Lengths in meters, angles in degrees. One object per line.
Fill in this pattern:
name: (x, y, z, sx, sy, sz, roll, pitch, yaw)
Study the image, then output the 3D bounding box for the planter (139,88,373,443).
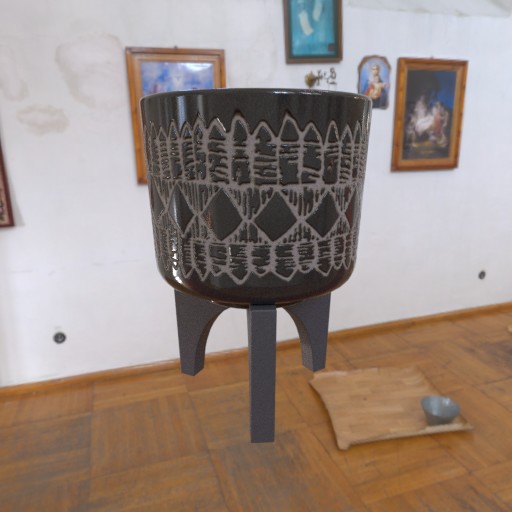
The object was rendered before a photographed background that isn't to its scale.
planter: (0.000, 0.000, 0.533, 0.251, 0.355, 0.251, 7, 16, 25)
